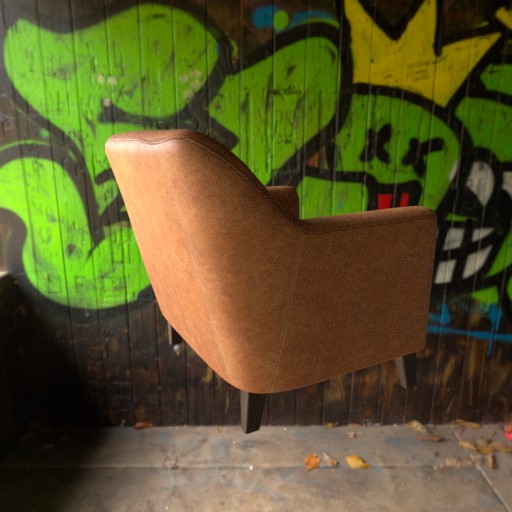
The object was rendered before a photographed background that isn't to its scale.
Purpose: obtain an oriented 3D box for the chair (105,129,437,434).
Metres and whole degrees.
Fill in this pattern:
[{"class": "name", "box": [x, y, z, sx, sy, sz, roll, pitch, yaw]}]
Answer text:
[{"class": "chair", "box": [0.000, 0.000, 1.819, 1.034, 0.980, 1.037, -8, 16, -28]}]
